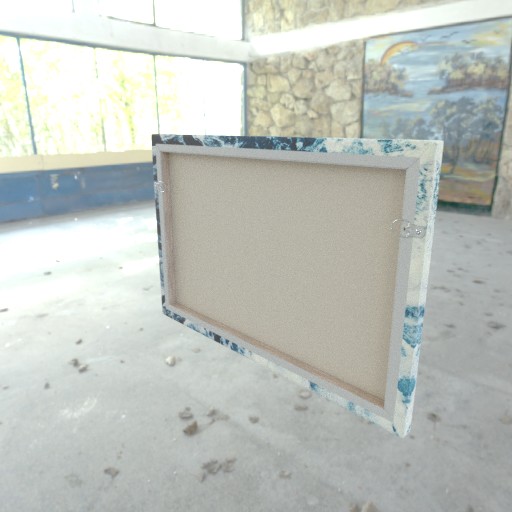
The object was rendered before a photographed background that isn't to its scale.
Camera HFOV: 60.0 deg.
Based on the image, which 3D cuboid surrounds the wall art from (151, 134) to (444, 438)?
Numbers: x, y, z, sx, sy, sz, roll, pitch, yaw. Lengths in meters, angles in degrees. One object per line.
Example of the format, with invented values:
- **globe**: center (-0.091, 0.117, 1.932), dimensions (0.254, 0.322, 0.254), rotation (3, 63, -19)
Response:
- **wall art**: center (0.000, 0.000, 1.950), dimensions (0.055, 1.017, 1.524), rotation (-16, 22, -42)
